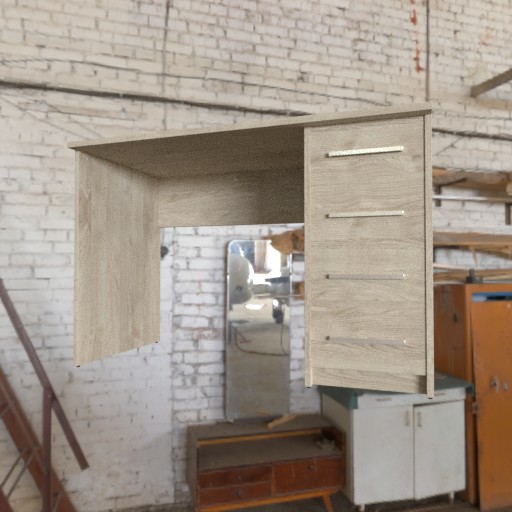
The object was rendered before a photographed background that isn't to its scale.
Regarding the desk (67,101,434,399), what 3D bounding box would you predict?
[{"bbox_3d":[0.000,0.000,1.507,1.096,0.730,0.560,0,-1,19],"label":"desk"}]
